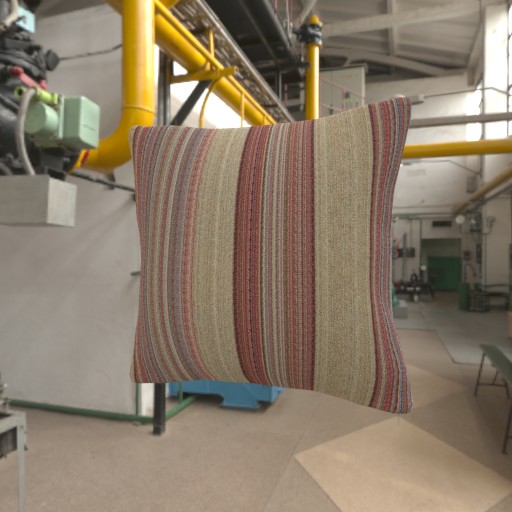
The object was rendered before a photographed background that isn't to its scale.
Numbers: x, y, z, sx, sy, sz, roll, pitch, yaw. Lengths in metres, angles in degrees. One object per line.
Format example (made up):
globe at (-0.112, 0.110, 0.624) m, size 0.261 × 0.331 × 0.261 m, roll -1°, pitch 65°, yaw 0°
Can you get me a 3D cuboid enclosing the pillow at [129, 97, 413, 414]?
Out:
pillow at (0.000, 0.000, 0.651) m, size 0.437 × 0.419 × 0.136 m, roll 0°, pitch 1°, yaw 19°
